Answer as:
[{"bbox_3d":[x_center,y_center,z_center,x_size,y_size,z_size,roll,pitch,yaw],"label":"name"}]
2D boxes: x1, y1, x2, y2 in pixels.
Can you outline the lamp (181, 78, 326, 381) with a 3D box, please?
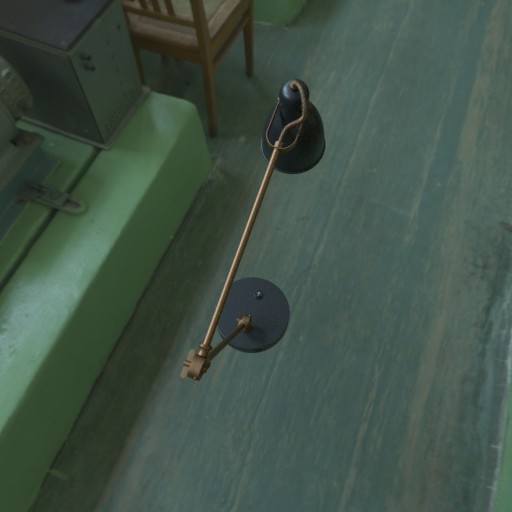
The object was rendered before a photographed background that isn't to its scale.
[{"bbox_3d":[0.000,0.000,0.877,0.187,0.587,0.561,18,65,9],"label":"lamp"}]
